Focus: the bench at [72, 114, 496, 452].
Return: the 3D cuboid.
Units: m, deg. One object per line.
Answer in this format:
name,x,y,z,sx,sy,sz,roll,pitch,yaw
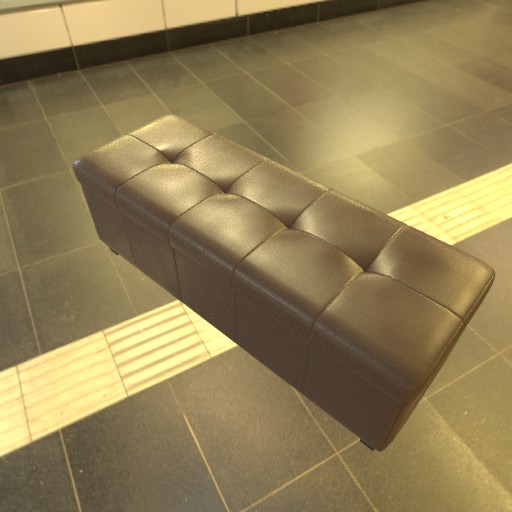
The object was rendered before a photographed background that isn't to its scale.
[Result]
bench,0.000,0.000,1.384,1.219,0.417,0.450,32,53,28
